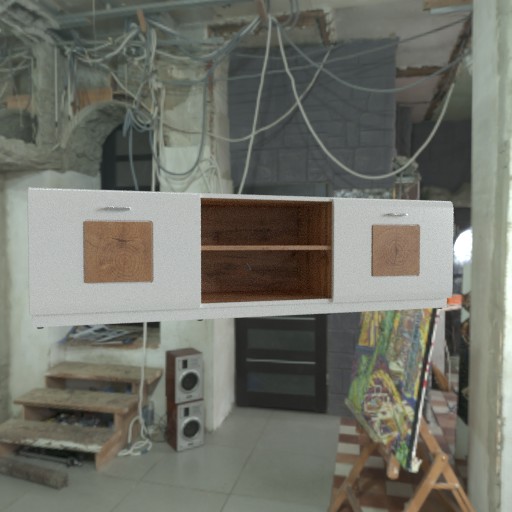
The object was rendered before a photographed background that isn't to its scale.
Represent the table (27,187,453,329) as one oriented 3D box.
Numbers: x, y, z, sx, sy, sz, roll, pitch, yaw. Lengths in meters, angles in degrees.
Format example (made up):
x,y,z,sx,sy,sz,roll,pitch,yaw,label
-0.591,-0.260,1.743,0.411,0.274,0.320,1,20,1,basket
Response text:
x,y,z,sx,sy,sz,roll,pitch,yaw,label
0.000,0.000,1.739,1.550,0.440,0.400,0,2,-16,table
